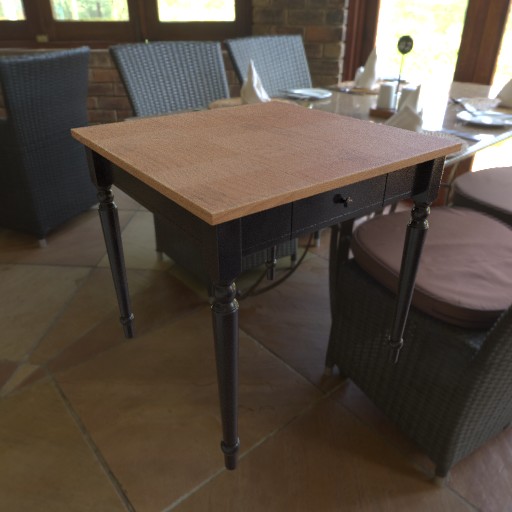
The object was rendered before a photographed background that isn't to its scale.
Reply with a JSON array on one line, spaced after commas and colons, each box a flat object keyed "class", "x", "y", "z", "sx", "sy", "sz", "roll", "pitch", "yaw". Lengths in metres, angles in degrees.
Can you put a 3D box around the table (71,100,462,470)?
[{"class": "table", "x": 0.000, "y": 0.000, "z": 1.364, "sx": 0.747, "sy": 0.738, "sz": 0.747, "roll": -20, "pitch": 35, "yaw": -32}]
